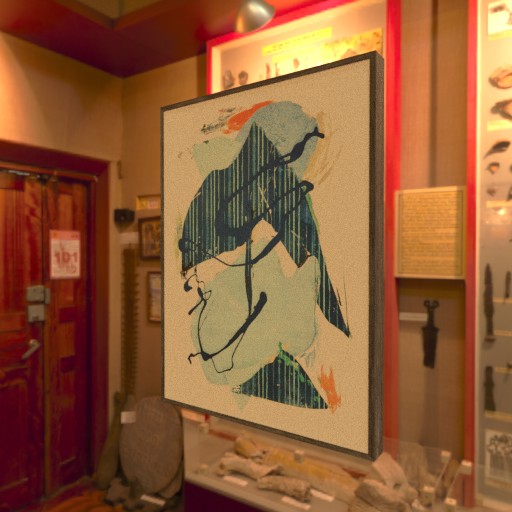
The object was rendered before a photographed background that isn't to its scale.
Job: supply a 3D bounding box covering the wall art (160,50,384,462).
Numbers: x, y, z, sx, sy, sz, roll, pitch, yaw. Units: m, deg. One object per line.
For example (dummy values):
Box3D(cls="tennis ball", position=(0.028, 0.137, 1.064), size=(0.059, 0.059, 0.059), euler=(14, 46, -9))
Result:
Box3D(cls="wall art", position=(0.000, 0.000, 1.338), size=(0.762, 1.016, 0.063), euler=(1, 1, 35))
